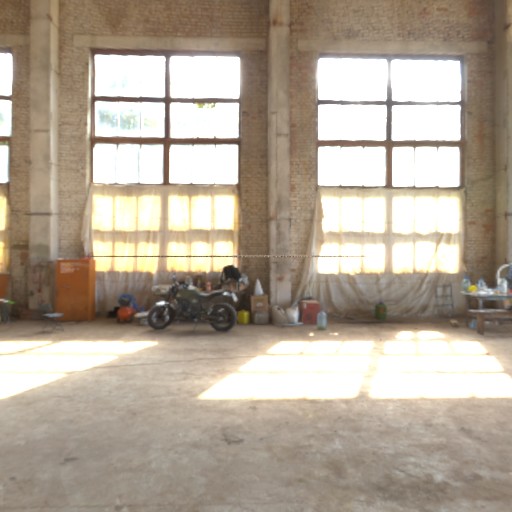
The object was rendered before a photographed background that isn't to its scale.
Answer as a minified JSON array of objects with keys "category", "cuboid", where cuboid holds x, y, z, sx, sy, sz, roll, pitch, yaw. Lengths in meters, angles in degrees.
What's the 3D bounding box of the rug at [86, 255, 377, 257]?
[{"category":"rug","cuboid":[0.000,0.000,2.942,1.520,0.006,2.432,0,0,18]}]
